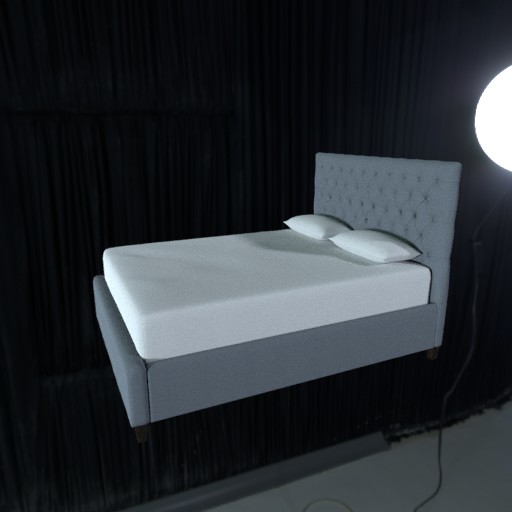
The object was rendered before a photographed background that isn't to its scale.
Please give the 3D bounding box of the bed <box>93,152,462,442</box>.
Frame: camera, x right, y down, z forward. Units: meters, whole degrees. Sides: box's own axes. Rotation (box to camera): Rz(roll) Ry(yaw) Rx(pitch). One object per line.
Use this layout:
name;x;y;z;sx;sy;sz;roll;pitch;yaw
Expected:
bed;0.000;0.000;3.351;2.231;1.427;1.698;-7;17;-24
